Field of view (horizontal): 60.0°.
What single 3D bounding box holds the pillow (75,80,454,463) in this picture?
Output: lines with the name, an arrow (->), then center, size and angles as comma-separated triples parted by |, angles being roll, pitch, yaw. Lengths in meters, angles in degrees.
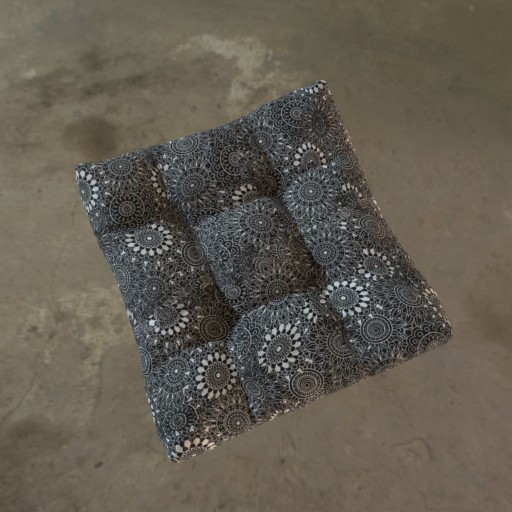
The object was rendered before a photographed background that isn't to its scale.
pillow -> 0.000, 0.000, 0.723 | 0.468, 0.128, 0.490 | -22, 75, -6
